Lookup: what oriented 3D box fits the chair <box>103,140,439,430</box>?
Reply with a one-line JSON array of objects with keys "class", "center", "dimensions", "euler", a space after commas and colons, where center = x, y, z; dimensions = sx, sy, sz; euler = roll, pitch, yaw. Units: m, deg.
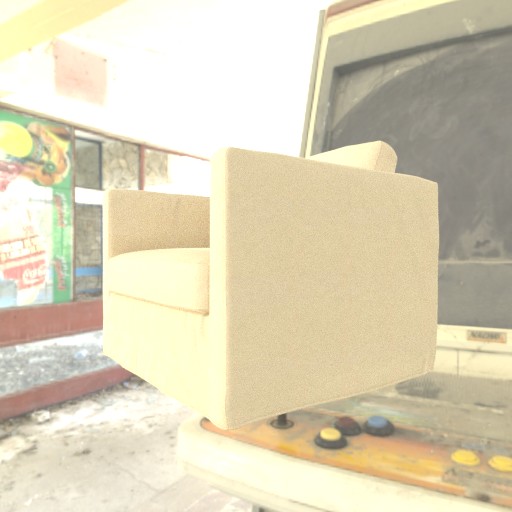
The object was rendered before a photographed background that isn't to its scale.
[{"class": "chair", "center": [0.000, 0.000, 1.773], "dimensions": [0.947, 0.851, 1.057], "euler": [-1, 1, -36]}]
